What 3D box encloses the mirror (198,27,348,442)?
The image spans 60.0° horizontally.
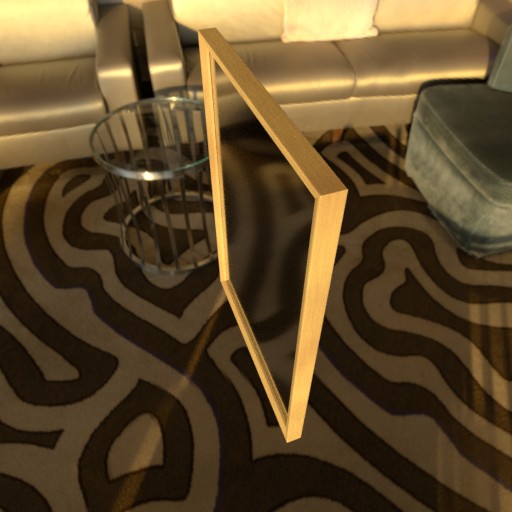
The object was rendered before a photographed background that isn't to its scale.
[{"bbox_3d":[0.000,0.000,0.907,0.039,0.710,0.507,-15,49,-14],"label":"mirror"}]
